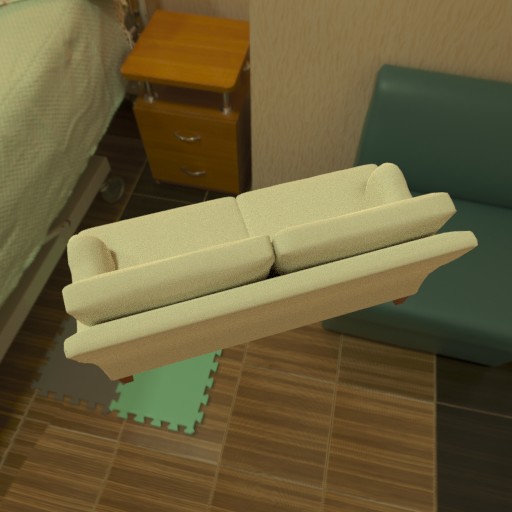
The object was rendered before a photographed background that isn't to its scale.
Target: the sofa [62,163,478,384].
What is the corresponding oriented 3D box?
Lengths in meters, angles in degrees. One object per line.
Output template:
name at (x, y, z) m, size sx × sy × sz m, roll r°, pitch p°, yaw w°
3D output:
sofa at (0.000, 0.000, 2.761) m, size 2.159 × 1.087 × 1.086 m, roll -14°, pitch 58°, yaw -9°
